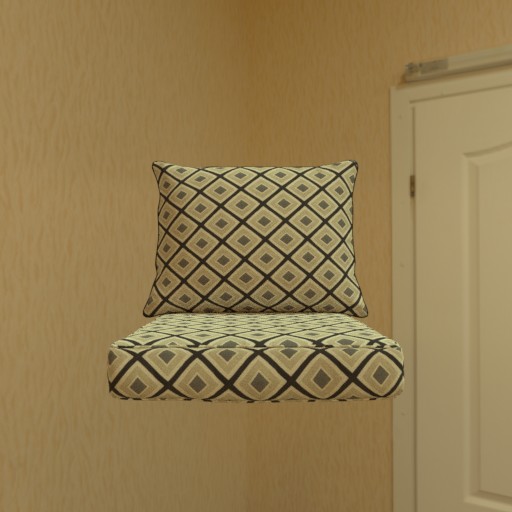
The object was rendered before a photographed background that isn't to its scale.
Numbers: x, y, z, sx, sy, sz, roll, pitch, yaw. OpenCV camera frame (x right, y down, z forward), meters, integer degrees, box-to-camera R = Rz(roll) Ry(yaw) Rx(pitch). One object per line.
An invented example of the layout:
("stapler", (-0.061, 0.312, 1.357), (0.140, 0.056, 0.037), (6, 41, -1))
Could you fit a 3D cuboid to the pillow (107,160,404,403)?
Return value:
("pillow", (0.000, 0.000, 1.361), (0.798, 0.722, 0.733), (0, -1, 0))
